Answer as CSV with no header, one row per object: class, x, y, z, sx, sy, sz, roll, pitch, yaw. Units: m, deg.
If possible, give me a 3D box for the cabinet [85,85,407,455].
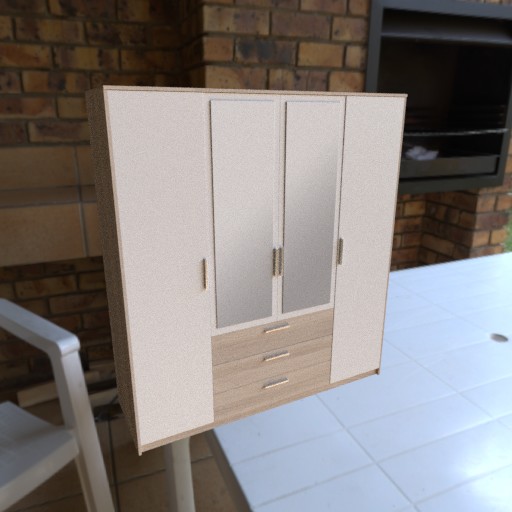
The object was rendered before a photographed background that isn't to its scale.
cabinet,0.000,0.000,2.979,1.870,2.060,0.620,-9,20,-26
